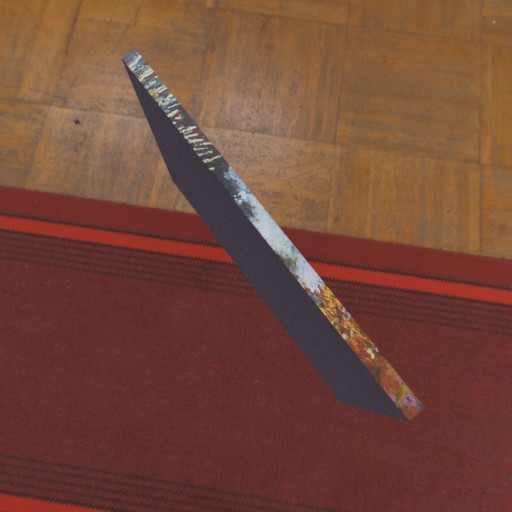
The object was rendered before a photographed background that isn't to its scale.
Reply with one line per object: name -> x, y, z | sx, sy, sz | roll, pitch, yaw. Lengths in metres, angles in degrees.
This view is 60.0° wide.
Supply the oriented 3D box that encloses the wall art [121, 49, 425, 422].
wall art -> 0.000, 0.000, 1.136 | 0.037, 0.604, 0.908 | -36, 77, -9
